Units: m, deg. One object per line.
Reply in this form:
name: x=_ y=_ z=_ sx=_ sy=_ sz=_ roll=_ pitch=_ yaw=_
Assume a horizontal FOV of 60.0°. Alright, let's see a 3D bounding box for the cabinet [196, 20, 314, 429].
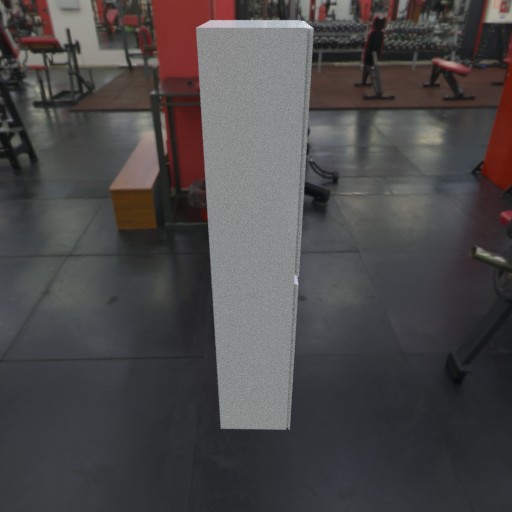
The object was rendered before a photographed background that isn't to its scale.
cabinet: x=0.000 y=0.000 z=1.505 sx=0.270 sy=1.400 sz=0.300 roll=1 pitch=31 yaw=1
